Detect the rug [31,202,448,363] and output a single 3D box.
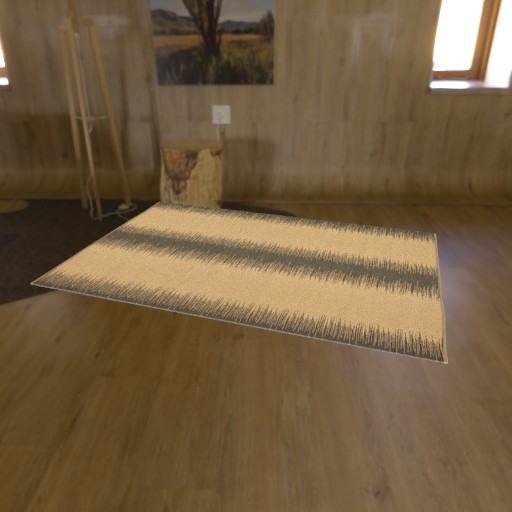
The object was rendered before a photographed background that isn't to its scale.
[{"bbox_3d":[0.000,0.000,2.365,1.854,0.006,1.234,8,27,16],"label":"rug"}]
